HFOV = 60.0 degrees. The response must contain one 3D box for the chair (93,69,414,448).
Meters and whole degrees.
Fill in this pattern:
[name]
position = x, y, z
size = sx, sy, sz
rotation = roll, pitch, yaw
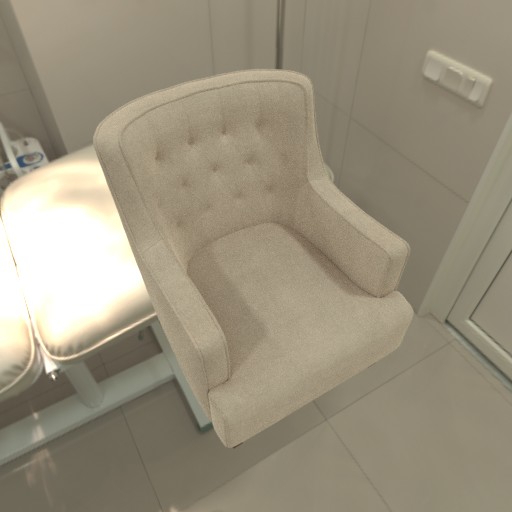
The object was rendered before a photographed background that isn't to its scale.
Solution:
[chair]
position = 0.000, 0.000, 1.571
size = 0.781, 0.920, 0.910
rotation = -24, 52, -20
